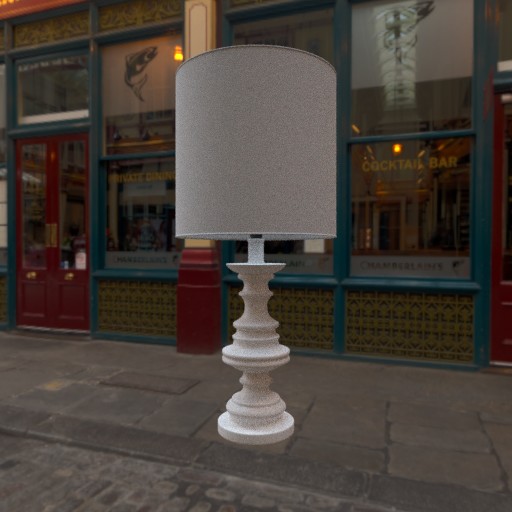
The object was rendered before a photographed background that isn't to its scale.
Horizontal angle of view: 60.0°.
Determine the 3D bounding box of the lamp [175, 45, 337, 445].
[{"bbox_3d":[0.000,0.000,0.582,0.208,0.455,0.208,0,0,19],"label":"lamp"}]
